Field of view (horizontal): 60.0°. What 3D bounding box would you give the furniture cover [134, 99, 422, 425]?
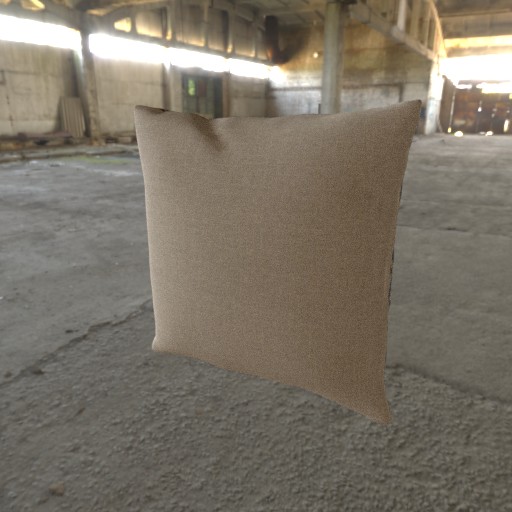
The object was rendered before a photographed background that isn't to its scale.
[{"bbox_3d":[0.000,0.000,0.656,0.431,0.431,0.139,10,20,28],"label":"furniture cover"}]
